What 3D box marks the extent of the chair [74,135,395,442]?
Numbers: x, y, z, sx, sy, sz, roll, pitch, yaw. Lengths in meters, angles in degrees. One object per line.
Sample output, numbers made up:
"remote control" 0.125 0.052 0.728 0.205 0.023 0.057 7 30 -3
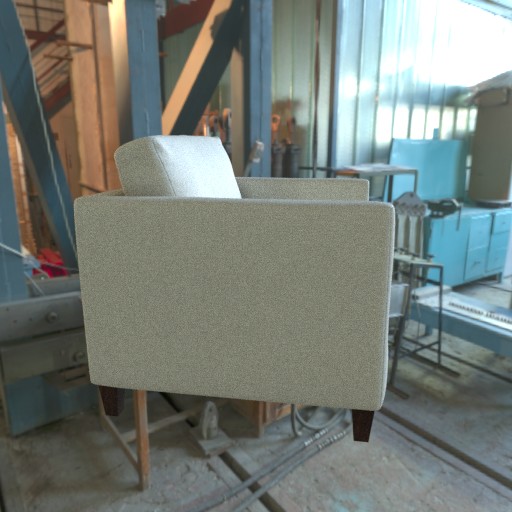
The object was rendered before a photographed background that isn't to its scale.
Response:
"chair" 0.000 0.000 1.732 0.959 0.919 0.996 2 14 9
